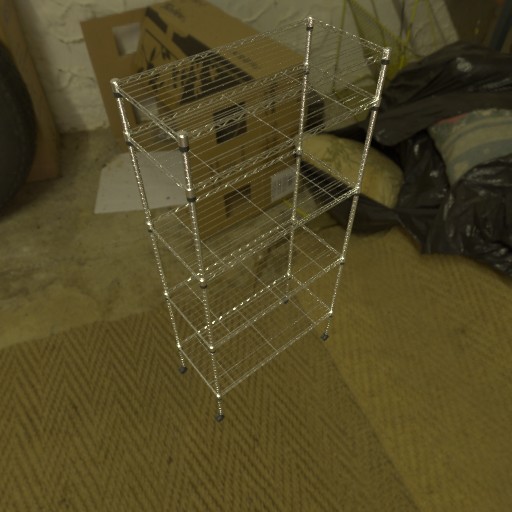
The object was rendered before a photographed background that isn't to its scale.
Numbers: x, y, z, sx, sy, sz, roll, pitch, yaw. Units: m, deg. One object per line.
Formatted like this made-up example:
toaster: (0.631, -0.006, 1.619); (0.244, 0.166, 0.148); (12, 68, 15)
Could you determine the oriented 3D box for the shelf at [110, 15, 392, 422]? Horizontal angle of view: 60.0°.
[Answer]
shelf: (0.000, 0.000, 1.821); (0.762, 1.587, 0.356); (-31, 55, -25)
